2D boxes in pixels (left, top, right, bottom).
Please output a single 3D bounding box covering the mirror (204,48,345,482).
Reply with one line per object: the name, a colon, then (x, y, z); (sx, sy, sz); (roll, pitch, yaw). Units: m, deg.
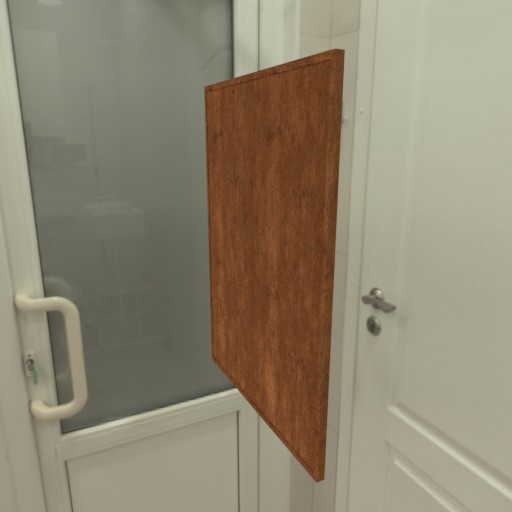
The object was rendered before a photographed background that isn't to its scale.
mirror: (0.000, 0.000, 1.425); (0.028, 1.099, 0.796); (-7, 16, -26)
